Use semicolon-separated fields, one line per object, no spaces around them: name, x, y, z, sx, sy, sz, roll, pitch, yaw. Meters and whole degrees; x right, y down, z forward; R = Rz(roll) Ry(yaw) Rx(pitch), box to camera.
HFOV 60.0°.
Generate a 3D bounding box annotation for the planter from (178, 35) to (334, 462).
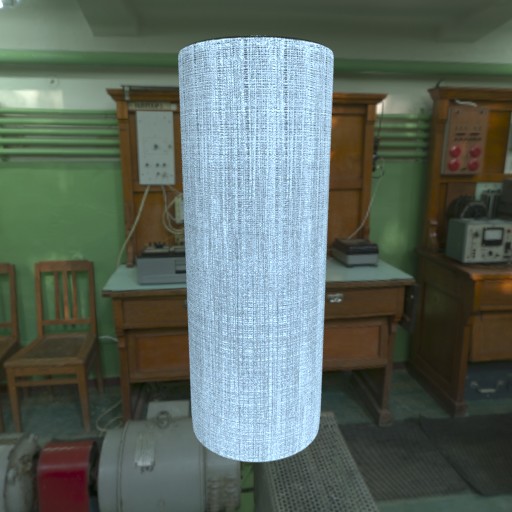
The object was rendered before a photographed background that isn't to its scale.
planter;0.000;0.000;0.319;0.100;0.270;0.100;-2;14;-8
